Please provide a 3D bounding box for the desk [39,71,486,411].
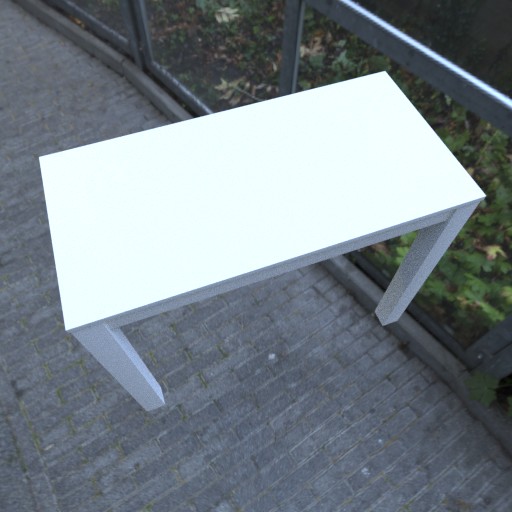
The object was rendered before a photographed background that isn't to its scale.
[{"bbox_3d":[0.000,0.000,1.417,0.990,0.762,0.497,-17,60,-10],"label":"desk"}]
